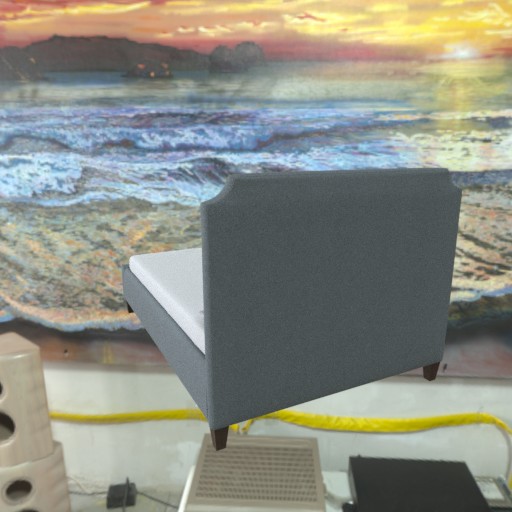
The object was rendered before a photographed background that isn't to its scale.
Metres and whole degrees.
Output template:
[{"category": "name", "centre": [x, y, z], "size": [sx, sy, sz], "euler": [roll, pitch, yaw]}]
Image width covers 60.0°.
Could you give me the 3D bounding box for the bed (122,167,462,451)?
[{"category": "bed", "centre": [0.000, 0.000, 3.504], "size": [1.712, 1.443, 2.372], "euler": [-7, 16, -26]}]
